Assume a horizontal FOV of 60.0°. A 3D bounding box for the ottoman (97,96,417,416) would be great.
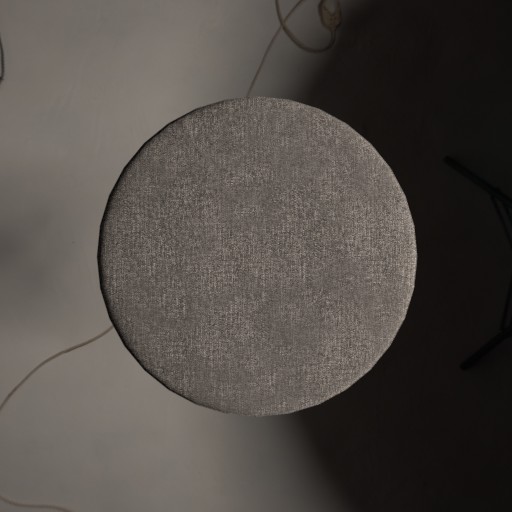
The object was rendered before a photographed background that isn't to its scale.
[{"bbox_3d":[0.000,0.000,0.871,0.500,0.419,0.500,0,90,-1],"label":"ottoman"}]
